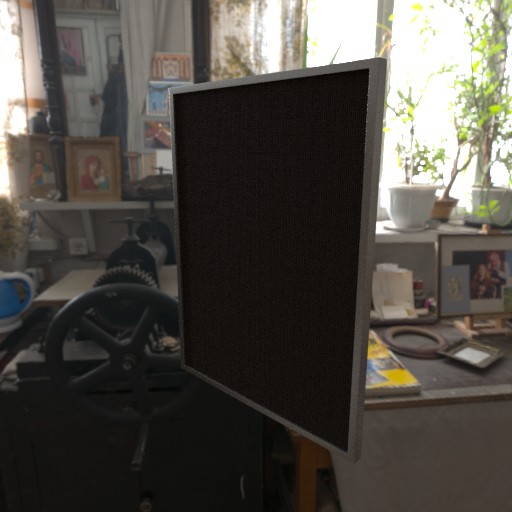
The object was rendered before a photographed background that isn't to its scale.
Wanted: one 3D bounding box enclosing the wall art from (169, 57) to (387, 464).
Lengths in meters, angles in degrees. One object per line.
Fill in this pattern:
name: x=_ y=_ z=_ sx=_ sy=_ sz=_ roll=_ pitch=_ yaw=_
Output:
wall art: x=0.000 y=0.000 z=1.399 sx=0.801 sy=1.062 sz=0.037 roll=13 pitch=19 yaw=42
